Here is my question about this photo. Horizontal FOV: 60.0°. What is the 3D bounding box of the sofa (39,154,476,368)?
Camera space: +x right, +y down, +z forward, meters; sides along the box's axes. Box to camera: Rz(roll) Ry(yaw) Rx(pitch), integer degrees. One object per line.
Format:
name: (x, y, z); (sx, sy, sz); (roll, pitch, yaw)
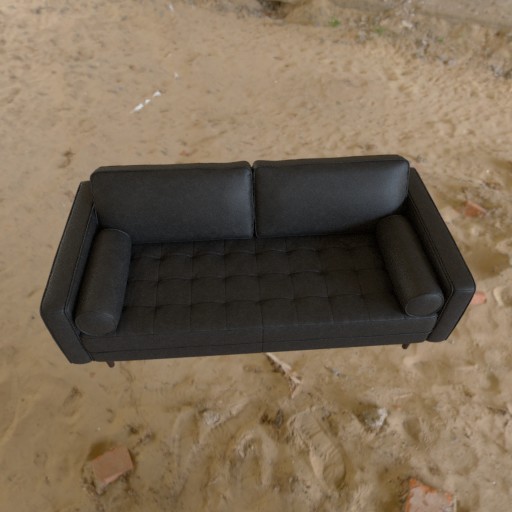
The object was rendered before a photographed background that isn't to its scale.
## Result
sofa: (0.000, 0.000, 2.285); (1.879, 0.770, 0.921); (-3, 47, -3)
